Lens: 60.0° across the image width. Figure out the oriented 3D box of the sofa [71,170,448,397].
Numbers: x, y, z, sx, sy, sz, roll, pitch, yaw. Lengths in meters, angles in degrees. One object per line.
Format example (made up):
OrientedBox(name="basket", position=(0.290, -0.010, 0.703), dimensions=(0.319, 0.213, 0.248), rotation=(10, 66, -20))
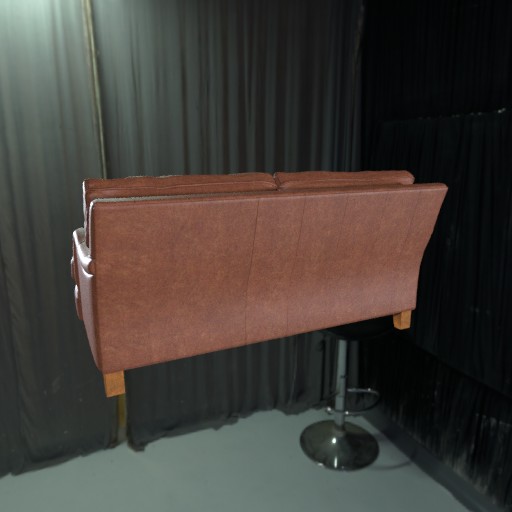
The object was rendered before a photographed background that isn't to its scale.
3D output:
OrientedBox(name="sofa", position=(0.000, 0.000, 2.827), dimensions=(2.144, 1.071, 1.147), rotation=(-7, 15, -25))
